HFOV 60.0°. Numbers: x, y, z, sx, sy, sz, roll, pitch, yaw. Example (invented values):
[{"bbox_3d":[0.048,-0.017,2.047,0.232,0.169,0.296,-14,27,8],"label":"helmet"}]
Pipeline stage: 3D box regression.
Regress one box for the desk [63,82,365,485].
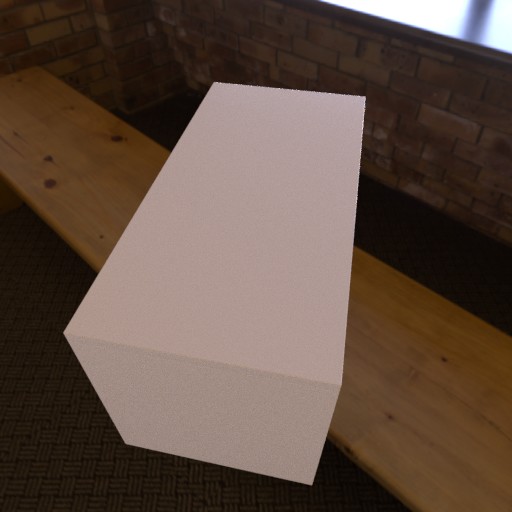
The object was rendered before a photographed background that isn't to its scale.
[{"bbox_3d":[0.000,0.000,1.797,0.690,0.740,1.400,9,47,8],"label":"desk"}]
